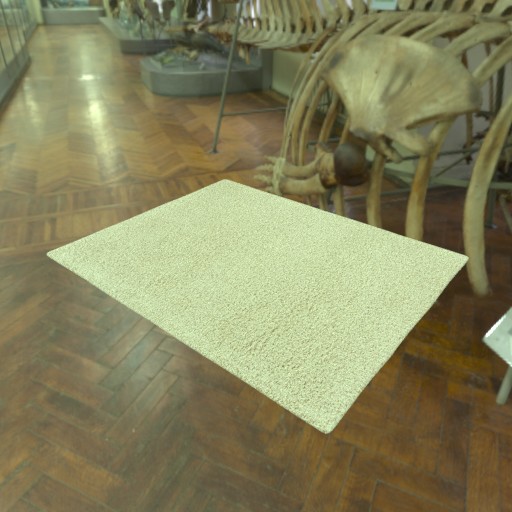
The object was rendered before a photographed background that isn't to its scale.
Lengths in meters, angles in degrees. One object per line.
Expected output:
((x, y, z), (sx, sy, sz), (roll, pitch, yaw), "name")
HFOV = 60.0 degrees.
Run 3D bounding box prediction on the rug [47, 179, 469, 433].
((0.000, 0.000, 4.073), (3.047, 0.029, 2.438), (23, 38, 33), "rug")
